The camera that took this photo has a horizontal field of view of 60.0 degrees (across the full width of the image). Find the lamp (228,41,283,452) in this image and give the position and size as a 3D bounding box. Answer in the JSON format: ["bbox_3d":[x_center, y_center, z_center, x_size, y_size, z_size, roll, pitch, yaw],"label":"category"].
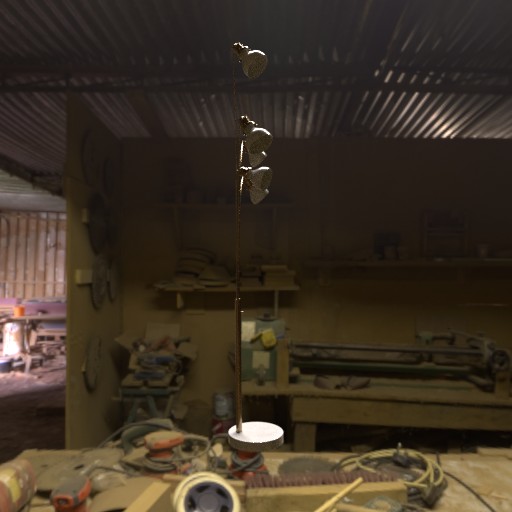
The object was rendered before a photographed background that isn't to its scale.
[{"bbox_3d":[0.000,0.000,2.967,0.361,2.423,1.405,0,-1,1],"label":"lamp"}]
